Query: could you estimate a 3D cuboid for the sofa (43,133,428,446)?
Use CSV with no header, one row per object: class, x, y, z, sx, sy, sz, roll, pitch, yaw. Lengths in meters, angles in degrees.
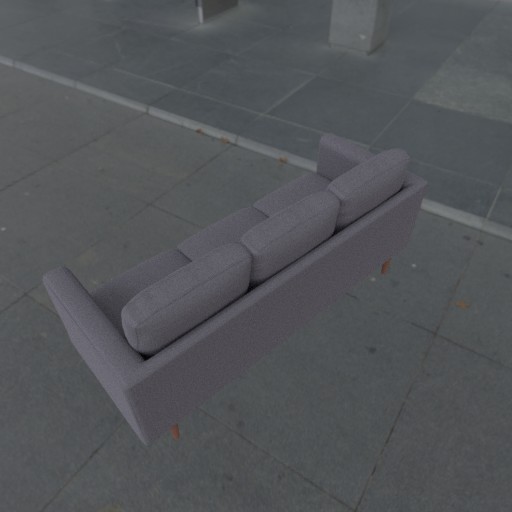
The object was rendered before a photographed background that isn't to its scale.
sofa,0.000,0.000,2.507,2.029,0.912,0.802,-32,53,-28
